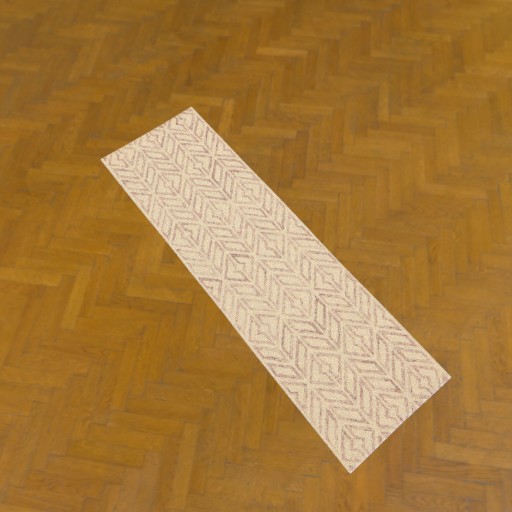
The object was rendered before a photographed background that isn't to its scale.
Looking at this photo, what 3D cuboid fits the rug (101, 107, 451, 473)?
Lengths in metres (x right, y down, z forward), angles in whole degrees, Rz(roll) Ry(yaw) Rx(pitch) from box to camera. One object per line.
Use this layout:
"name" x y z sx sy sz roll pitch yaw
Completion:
"rug" 0.000 0.000 2.689 0.750 0.009 2.435 -36 70 -15
